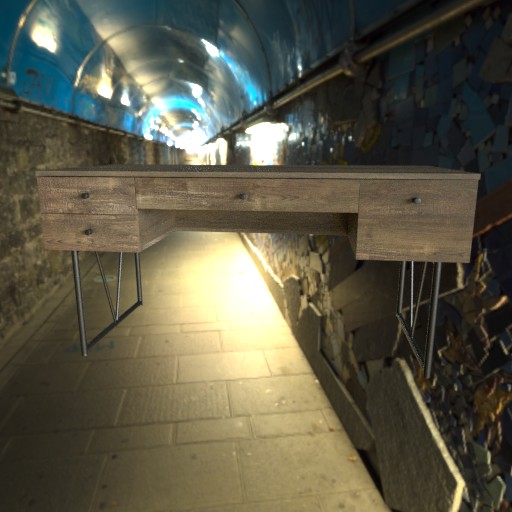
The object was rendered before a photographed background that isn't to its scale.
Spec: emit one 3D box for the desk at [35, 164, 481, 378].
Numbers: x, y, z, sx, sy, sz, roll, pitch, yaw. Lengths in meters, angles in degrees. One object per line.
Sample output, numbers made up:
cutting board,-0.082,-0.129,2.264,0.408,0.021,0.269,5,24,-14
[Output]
desk,0.000,0.000,2.002,1.600,0.780,0.730,2,14,7
